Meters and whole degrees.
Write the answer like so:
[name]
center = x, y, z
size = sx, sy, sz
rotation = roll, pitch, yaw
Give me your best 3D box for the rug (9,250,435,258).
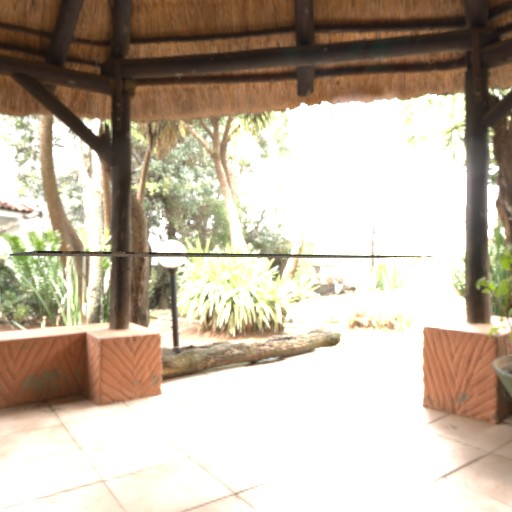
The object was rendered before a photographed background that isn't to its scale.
[rug]
center = 0.000, 0.000, 2.582
size = 2.441, 0.010, 0.744
rotation = 1, -1, -36
